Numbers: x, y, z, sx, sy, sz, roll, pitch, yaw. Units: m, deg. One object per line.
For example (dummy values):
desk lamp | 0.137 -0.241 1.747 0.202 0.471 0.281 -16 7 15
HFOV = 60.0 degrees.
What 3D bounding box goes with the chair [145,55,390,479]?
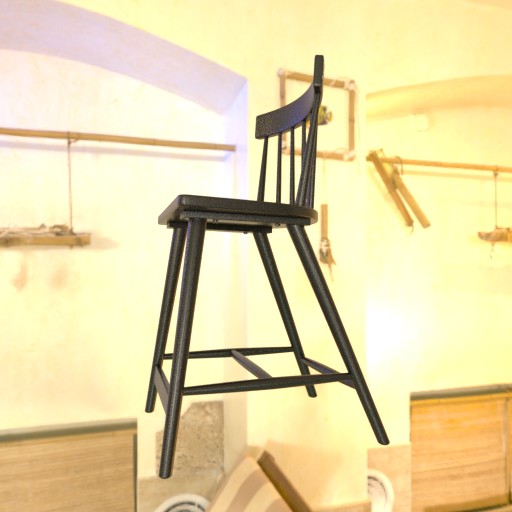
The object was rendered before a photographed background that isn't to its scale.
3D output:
chair | 0.000 0.000 1.240 0.572 0.952 0.483 0 -1 -18
